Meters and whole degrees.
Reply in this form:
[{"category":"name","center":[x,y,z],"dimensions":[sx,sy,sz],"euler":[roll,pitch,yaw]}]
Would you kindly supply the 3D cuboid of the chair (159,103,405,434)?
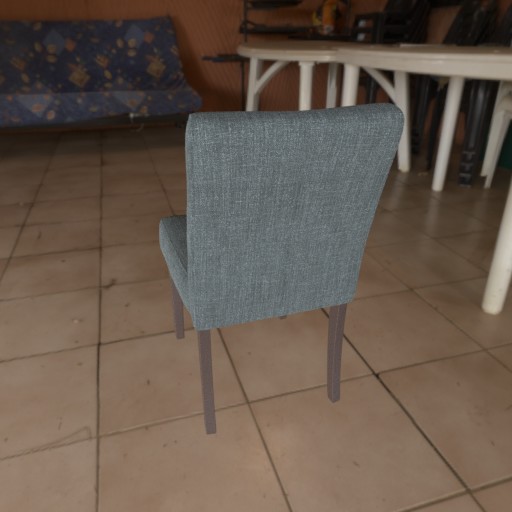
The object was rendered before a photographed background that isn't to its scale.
[{"category":"chair","center":[0.000,0.000,1.271],"dimensions":[0.487,0.884,0.629],"euler":[-8,28,-16]}]
